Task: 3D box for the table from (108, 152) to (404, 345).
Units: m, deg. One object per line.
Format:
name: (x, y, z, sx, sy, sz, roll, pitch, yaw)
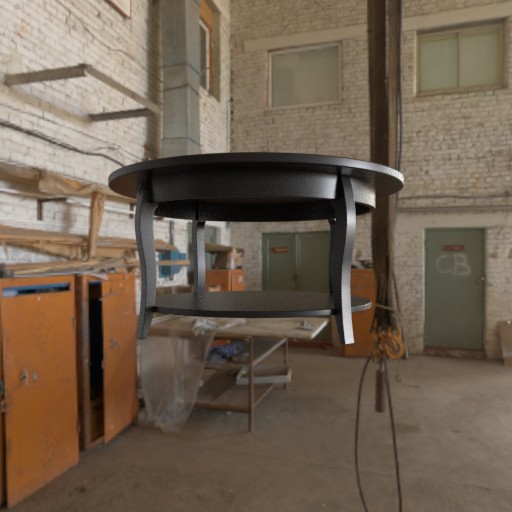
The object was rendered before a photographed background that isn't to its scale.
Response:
table: (0.000, 0.000, 1.443, 0.914, 0.457, 0.914, 0, 0, 0)
